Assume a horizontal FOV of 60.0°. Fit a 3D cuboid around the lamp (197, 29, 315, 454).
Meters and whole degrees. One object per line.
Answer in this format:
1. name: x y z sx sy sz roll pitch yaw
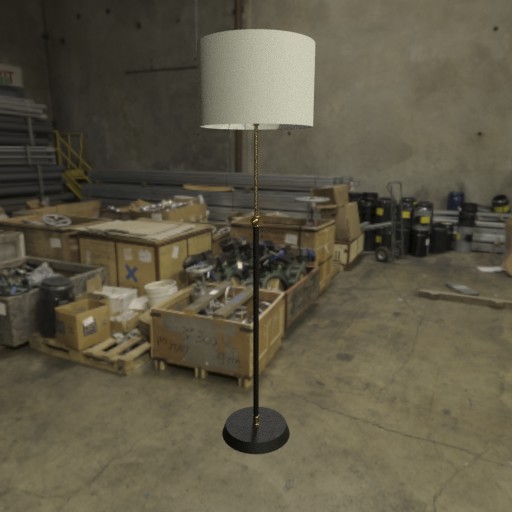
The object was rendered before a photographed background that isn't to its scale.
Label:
1. lamp: 0.000 0.000 1.688 0.404 1.517 0.404 6 14 25
